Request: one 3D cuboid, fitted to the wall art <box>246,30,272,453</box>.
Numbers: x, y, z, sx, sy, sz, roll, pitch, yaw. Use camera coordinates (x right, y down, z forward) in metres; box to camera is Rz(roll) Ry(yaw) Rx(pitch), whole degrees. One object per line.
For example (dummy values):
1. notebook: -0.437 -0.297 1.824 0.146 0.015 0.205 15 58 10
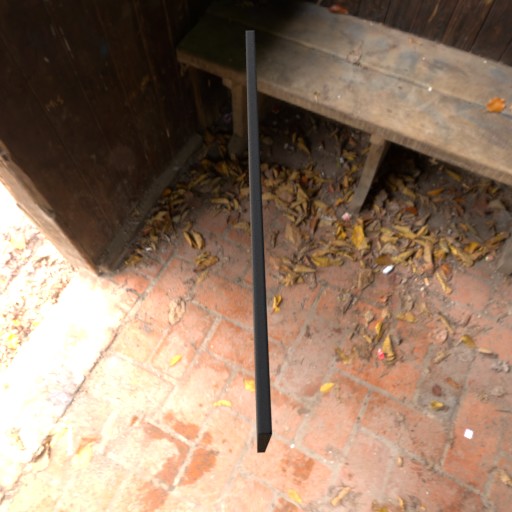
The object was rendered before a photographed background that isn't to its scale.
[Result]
1. wall art: 0.000 0.000 1.213 0.026 0.656 0.958 -1 64 -1
